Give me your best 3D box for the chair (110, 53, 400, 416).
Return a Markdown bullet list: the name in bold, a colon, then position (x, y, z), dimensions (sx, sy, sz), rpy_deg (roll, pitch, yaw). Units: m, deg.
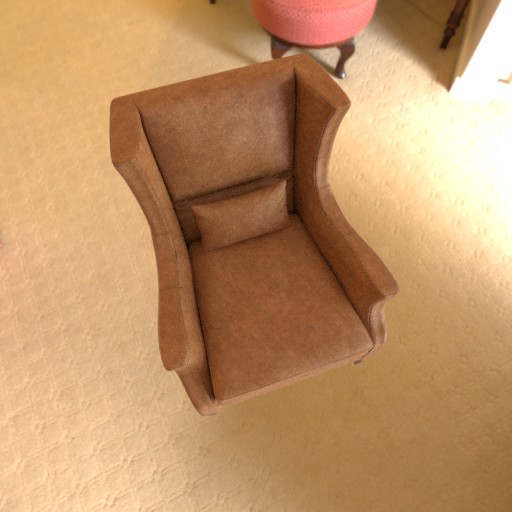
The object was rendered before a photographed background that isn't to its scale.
- **chair**: position (0.000, 0.000, 1.697), dimensions (0.853, 1.016, 0.926), rpy_deg (-17, 65, -8)
